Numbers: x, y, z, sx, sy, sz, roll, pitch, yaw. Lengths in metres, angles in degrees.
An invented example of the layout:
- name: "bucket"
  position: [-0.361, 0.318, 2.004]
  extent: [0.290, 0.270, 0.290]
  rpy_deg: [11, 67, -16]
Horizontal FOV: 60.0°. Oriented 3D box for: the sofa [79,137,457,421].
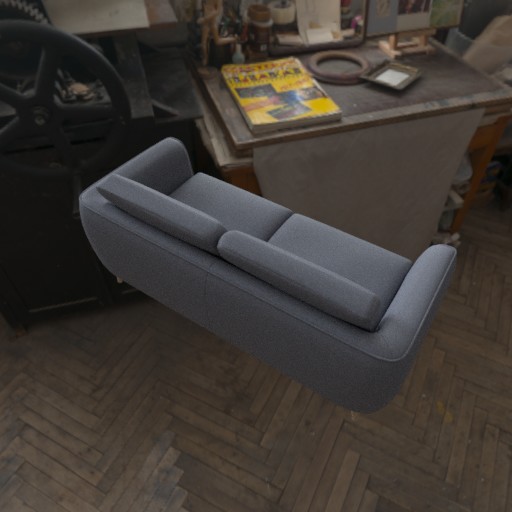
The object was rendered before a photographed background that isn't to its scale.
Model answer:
- name: "sofa"
  position: [0.000, 0.000, 2.602]
  extent: [2.000, 0.870, 0.920]
  rpy_deg: [26, 52, 22]
